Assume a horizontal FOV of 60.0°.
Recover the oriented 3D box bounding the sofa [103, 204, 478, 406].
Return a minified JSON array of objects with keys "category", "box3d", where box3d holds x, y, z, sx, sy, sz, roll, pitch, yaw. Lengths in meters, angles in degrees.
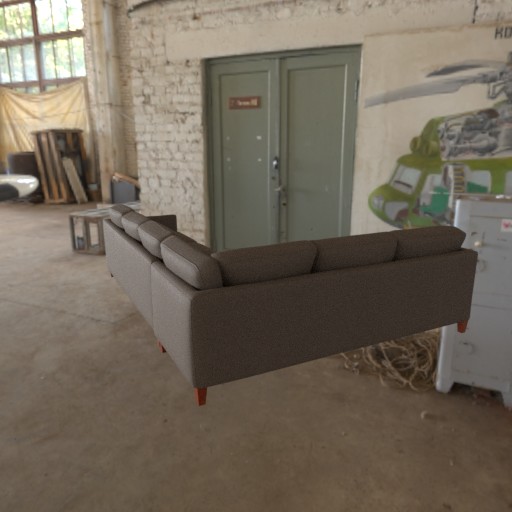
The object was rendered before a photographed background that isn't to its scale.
[{"category":"sofa","box3d":[0.000,0.000,4.620,2.593,0.947,3.302,-7,16,-26]}]
